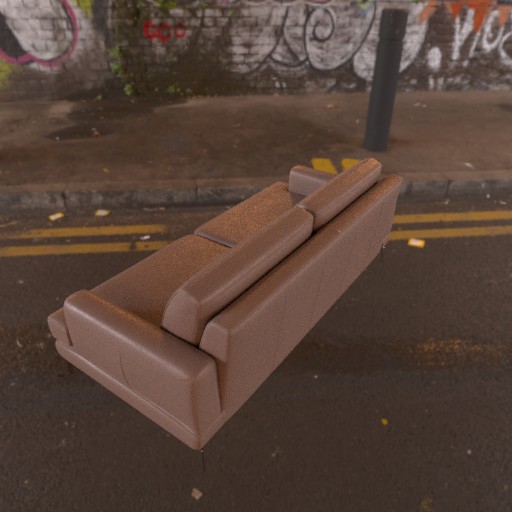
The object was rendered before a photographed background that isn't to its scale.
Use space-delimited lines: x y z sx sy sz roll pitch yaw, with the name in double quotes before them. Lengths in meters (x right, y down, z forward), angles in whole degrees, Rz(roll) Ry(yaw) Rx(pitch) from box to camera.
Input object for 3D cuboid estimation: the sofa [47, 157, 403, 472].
"sofa" 0.000 0.000 2.413 0.974 0.765 1.940 21 38 29
